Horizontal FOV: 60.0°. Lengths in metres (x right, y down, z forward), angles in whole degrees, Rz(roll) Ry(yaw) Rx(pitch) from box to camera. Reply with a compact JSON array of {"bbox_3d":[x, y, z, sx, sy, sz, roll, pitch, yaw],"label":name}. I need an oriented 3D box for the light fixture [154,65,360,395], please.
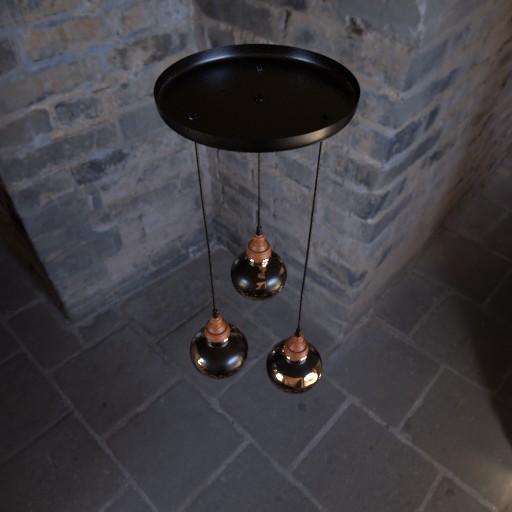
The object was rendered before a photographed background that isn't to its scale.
[{"bbox_3d":[0.000,0.000,1.735,0.608,1.410,0.605,-2,47,-2],"label":"light fixture"}]
